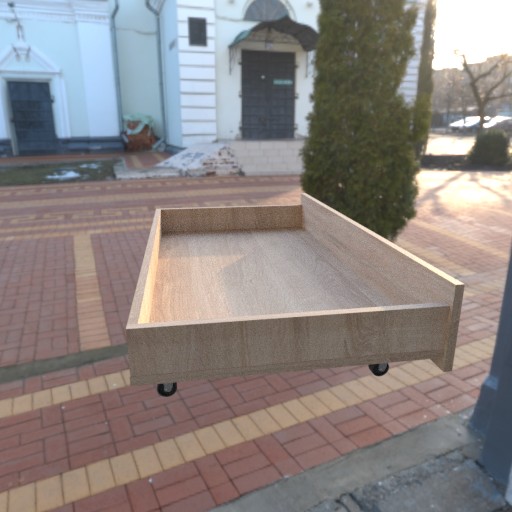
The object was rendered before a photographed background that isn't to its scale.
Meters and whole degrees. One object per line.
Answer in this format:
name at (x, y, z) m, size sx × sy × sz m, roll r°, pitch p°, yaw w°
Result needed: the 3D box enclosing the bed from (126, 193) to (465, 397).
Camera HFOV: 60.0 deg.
bed at (0.000, 0.000, 1.442) m, size 0.685 × 0.209 × 1.200 m, roll -3°, pitch 17°, yaw -9°
